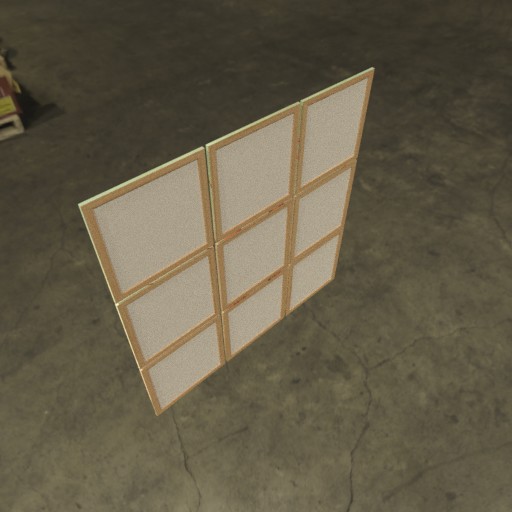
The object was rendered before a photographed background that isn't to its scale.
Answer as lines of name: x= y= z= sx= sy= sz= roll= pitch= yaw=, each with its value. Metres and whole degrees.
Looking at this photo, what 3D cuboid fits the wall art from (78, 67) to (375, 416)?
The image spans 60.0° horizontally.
wall art: x=0.000 y=0.000 z=1.845 sx=1.214 sy=1.219 sz=0.013 roll=-33 pitch=55 yaw=-28
